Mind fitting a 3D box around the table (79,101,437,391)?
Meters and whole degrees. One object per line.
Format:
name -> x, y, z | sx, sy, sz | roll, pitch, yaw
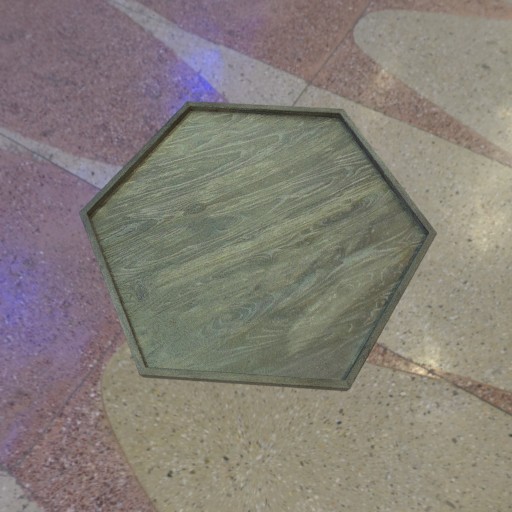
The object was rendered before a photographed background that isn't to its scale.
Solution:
table -> 0.000, 0.000, 1.596 | 0.966, 0.488, 1.115 | 31, 69, 14
